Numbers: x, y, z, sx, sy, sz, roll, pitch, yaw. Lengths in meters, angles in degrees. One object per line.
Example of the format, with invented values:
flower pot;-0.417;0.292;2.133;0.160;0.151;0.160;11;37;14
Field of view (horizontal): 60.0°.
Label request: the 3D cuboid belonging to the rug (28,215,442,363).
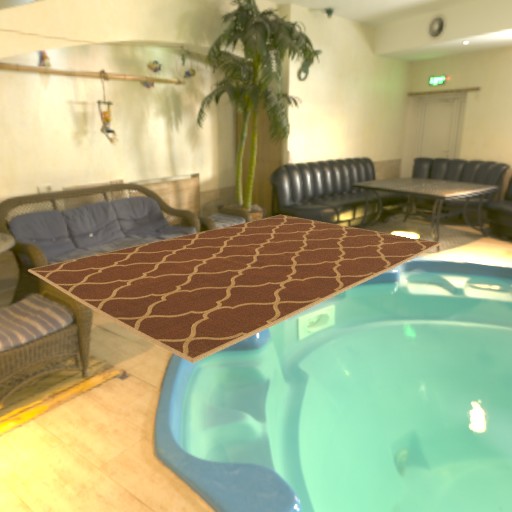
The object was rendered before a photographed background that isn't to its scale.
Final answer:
rug;0.000;0.000;2.868;1.526;0.014;2.290;15;22;41
